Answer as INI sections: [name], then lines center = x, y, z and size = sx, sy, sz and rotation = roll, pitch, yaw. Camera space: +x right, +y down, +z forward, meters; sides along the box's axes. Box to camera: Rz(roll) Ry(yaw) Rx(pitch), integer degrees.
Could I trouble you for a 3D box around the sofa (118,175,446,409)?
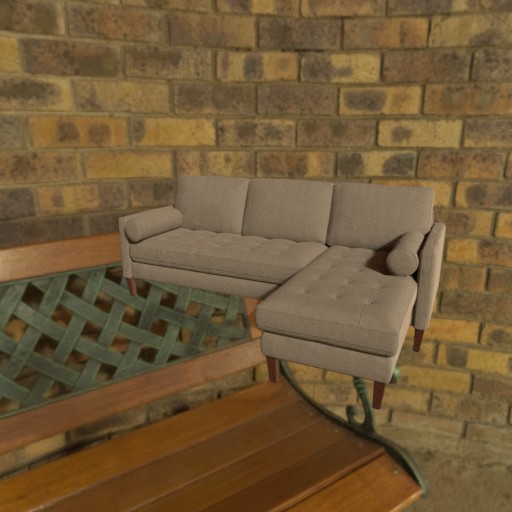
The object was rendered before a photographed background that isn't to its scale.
[sofa]
center = 0.000, 0.000, 2.884
size = 2.178, 0.875, 1.506
rotation = 7, 18, 25
